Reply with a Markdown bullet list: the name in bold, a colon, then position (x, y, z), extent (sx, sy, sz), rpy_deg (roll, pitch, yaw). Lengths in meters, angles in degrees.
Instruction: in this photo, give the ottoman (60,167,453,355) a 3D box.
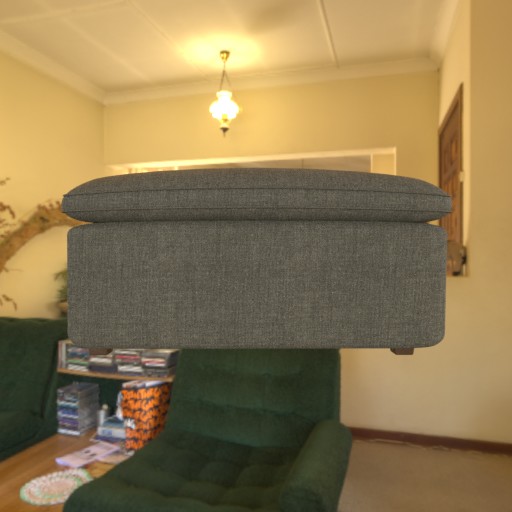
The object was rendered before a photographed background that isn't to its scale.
- **ottoman**: position (0.000, 0.000, 1.685), extent (1.067, 0.559, 1.067), rpy_deg (0, 0, 0)
